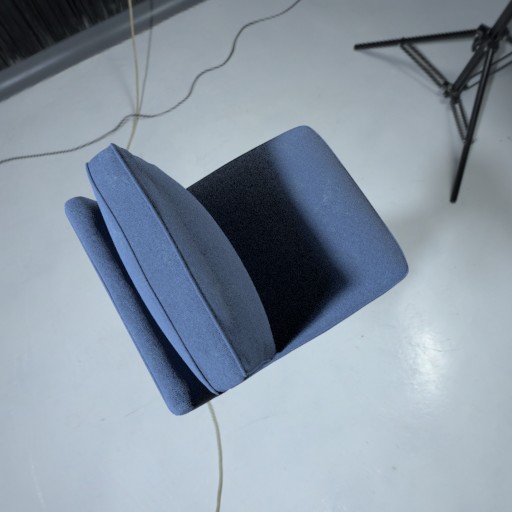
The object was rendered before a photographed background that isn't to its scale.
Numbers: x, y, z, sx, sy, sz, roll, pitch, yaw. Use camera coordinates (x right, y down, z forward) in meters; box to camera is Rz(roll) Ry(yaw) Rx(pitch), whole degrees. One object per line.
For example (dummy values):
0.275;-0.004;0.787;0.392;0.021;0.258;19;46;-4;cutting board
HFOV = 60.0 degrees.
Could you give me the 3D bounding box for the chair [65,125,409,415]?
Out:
0.000;0.000;1.624;0.912;1.052;0.724;-30;77;-8;chair
